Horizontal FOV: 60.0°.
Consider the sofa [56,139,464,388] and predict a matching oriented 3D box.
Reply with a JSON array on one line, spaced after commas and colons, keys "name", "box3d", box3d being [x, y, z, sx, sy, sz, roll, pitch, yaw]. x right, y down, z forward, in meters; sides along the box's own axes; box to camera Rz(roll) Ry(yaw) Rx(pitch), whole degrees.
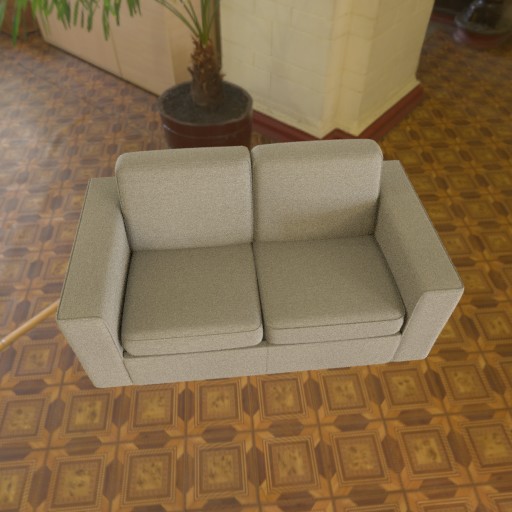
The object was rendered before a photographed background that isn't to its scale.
[{"name": "sofa", "box3d": [0.000, 0.000, 2.409, 1.812, 0.924, 1.007, -4, 48, -4]}]
